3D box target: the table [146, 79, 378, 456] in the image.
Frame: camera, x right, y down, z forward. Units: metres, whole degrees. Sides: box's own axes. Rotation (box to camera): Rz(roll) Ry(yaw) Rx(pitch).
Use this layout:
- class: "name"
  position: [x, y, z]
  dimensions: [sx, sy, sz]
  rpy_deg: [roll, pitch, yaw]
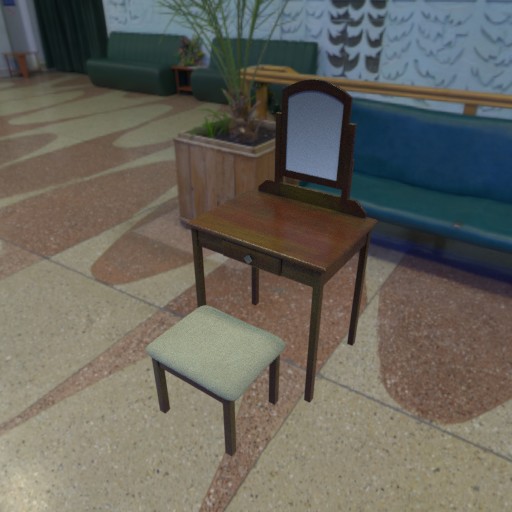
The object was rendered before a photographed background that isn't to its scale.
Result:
- class: "table"
  position: [0.000, 0.000, 2.367]
  dimensions: [0.876, 1.631, 1.211]
  rpy_deg: [19, 36, 30]
